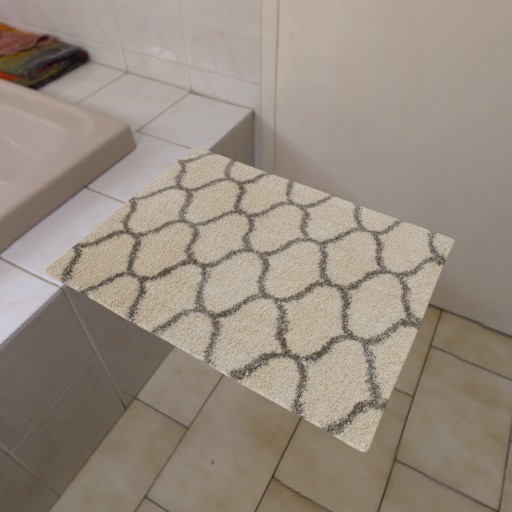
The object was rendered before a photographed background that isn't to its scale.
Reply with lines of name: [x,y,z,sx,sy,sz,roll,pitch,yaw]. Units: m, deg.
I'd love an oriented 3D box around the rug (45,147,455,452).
rug: [0.000,0.000,2.142,1.600,0.025,1.200,24,52,20]
